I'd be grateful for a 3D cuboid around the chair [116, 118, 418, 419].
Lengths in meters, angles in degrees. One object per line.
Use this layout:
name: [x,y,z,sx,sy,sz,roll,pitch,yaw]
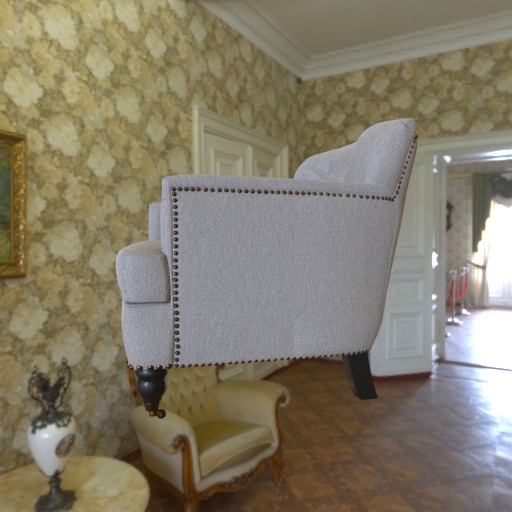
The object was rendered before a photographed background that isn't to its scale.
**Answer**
chair: [0.000,0.000,1.501,0.902,0.823,0.737,0,1,-16]
